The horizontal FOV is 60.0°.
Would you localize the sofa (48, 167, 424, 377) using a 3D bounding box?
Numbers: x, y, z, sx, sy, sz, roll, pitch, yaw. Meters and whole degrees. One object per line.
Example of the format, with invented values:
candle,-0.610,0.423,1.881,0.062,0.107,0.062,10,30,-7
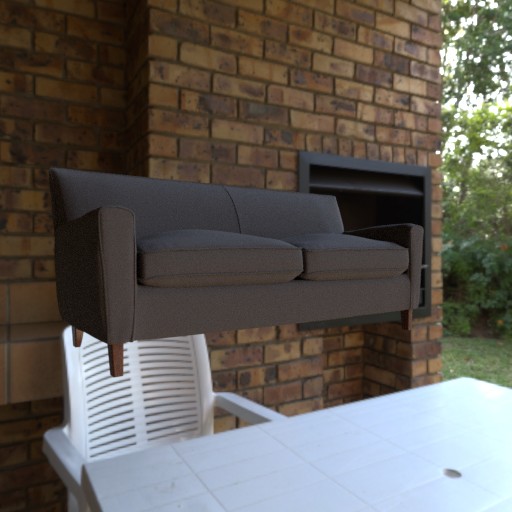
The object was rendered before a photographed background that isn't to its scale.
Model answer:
sofa,0.000,0.000,2.479,2.002,0.907,0.843,0,0,-35
